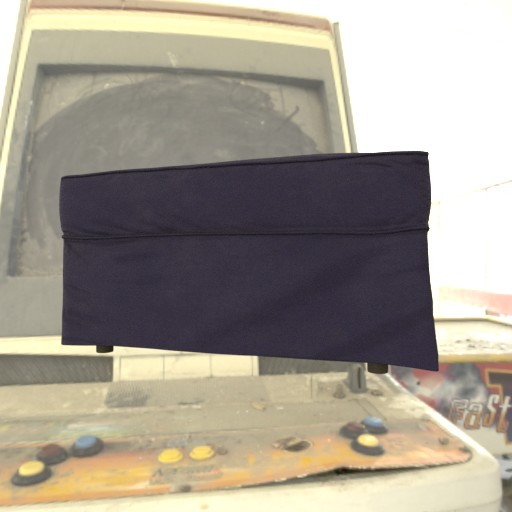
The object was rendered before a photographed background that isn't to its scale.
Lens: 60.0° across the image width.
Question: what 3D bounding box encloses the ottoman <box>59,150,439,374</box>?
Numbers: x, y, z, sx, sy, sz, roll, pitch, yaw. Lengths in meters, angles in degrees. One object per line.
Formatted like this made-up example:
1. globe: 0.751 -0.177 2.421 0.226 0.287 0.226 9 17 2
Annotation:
1. ottoman: 0.000 0.000 1.291 0.938 0.503 0.637 0 -1 18
